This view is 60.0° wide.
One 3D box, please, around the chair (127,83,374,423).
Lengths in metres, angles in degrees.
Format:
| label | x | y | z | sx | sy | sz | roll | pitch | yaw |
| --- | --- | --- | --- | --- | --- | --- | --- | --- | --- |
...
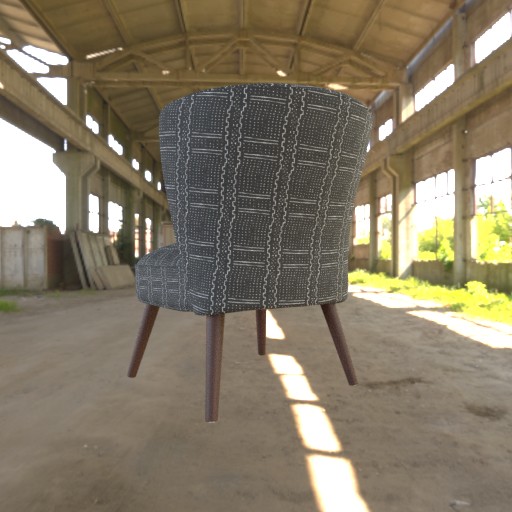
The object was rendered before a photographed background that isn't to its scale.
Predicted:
| label | x | y | z | sx | sy | sz | roll | pitch | yaw |
| --- | --- | --- | --- | --- | --- | --- | --- | --- | --- |
| chair | 0.000 | 0.000 | 1.445 | 0.710 | 0.866 | 0.758 | 0 | 1 | -36 |
